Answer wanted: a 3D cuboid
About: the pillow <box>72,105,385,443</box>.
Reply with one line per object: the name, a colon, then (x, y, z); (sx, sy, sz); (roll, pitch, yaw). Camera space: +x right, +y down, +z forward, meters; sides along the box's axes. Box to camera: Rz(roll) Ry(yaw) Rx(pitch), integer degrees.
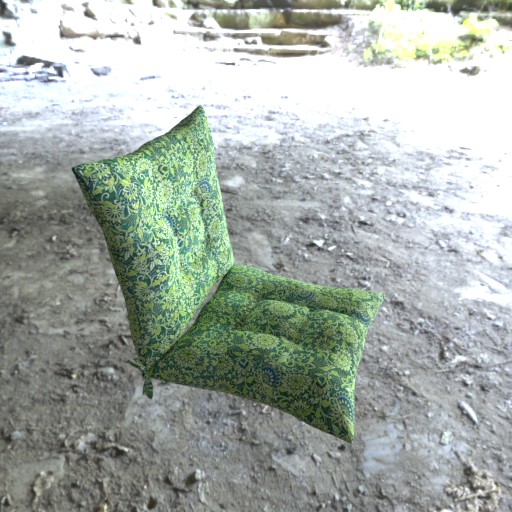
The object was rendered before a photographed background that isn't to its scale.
pillow: (0.000, 0.000, 1.019); (0.585, 0.536, 0.541); (11, 33, 17)
